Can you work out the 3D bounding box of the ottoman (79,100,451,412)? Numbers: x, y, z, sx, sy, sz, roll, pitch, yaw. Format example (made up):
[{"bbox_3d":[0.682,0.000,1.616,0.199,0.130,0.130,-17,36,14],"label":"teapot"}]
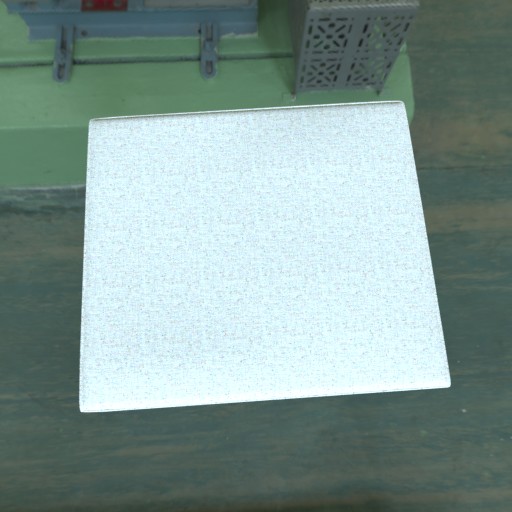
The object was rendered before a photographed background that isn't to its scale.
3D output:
[{"bbox_3d":[0.000,0.000,1.210,0.835,0.303,0.736,-4,76,-1],"label":"ottoman"}]
